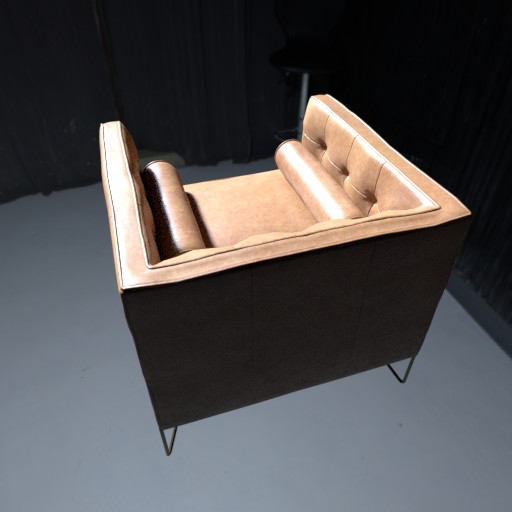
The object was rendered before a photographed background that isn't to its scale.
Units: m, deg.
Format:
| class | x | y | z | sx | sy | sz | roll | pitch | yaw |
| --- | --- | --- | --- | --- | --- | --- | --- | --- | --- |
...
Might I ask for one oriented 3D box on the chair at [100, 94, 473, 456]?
| class | x | y | z | sx | sy | sz | roll | pitch | yaw |
| --- | --- | --- | --- | --- | --- | --- | --- | --- | --- |
| chair | 0.000 | 0.000 | 1.603 | 0.920 | 0.797 | 0.912 | -12 | 43 | -13 |
